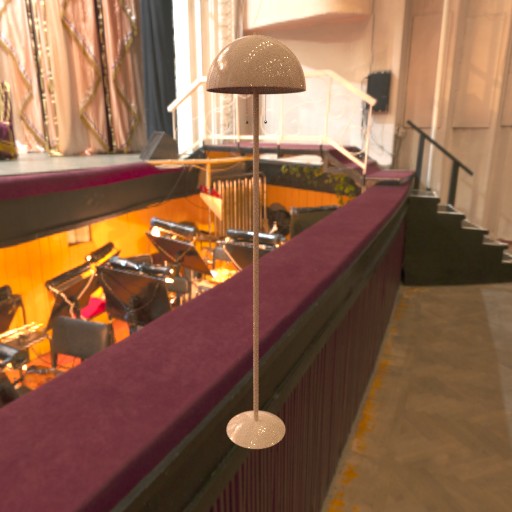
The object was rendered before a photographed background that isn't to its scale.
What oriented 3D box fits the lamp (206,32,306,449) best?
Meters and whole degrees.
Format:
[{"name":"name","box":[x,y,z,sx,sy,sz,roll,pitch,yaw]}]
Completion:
[{"name":"lamp","box":[0.000,0.000,1.617,0.328,1.480,0.328,9,18,28]}]
